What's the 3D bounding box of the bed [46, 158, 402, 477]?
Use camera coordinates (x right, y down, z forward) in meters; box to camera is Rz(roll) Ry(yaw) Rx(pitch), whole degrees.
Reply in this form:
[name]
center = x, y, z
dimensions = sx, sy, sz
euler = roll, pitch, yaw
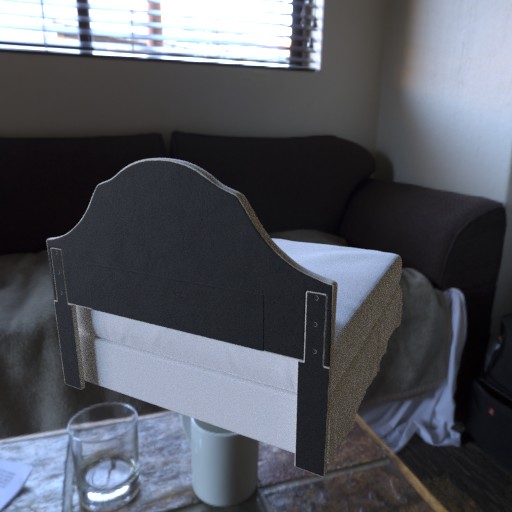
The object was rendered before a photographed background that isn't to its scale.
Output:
[bed]
center = 0.000, 0.000, 3.483
dimensions = 2.008, 1.615, 2.214
euler = 8, 18, 26
